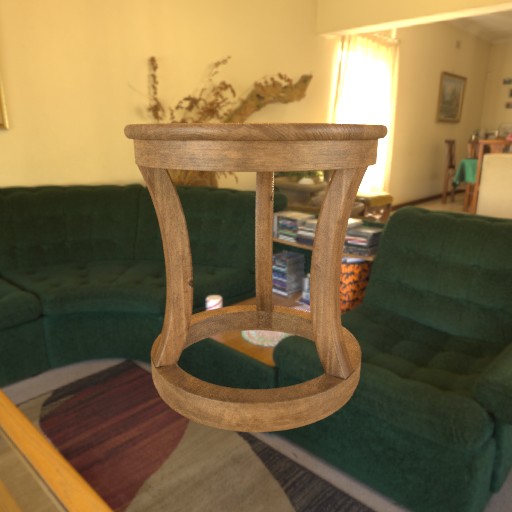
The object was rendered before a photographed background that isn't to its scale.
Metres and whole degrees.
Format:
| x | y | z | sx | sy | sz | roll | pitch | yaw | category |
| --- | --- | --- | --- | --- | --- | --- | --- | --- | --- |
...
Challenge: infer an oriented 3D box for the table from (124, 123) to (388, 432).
| x | y | z | sx | sy | sz | roll | pitch | yaw | category |
| --- | --- | --- | --- | --- | --- | --- | --- | --- | --- |
| 0.000 | 0.000 | 0.814 | 0.432 | 0.460 | 0.432 | 0 | 16 | 0 | table |
